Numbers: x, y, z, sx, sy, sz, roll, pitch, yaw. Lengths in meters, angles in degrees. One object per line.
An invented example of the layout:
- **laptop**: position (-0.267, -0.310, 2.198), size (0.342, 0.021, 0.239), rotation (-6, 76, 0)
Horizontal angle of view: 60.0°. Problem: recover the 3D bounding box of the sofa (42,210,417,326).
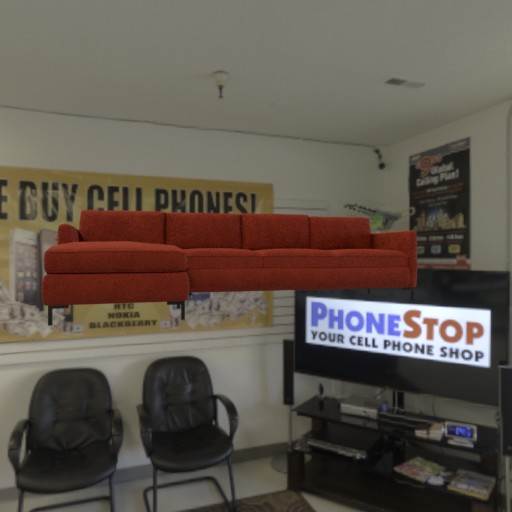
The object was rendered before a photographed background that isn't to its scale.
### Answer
- **sofa**: position (0.000, 0.000, 2.974), size (2.467, 0.663, 1.136), rotation (0, 0, -17)
